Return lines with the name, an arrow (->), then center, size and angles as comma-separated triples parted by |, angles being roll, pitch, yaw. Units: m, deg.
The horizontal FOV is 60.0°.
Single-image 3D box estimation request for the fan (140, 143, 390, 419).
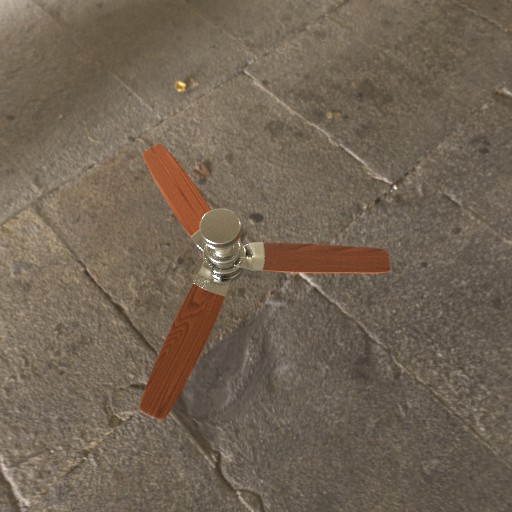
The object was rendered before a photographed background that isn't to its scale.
fan -> 0.000, 0.000, 2.029 | 1.271, 0.410, 1.416 | 2, 63, 1
